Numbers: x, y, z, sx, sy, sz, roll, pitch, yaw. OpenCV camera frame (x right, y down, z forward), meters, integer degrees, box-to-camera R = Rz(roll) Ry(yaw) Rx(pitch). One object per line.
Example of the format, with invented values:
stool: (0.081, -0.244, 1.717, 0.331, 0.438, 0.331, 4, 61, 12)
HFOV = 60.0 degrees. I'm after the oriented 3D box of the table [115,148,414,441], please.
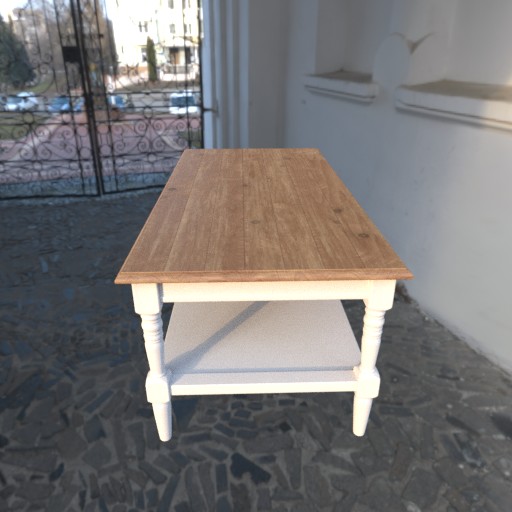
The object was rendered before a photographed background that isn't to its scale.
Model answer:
table: (0.000, 0.000, 1.423, 0.559, 0.458, 1.118, -1, 25, -2)
